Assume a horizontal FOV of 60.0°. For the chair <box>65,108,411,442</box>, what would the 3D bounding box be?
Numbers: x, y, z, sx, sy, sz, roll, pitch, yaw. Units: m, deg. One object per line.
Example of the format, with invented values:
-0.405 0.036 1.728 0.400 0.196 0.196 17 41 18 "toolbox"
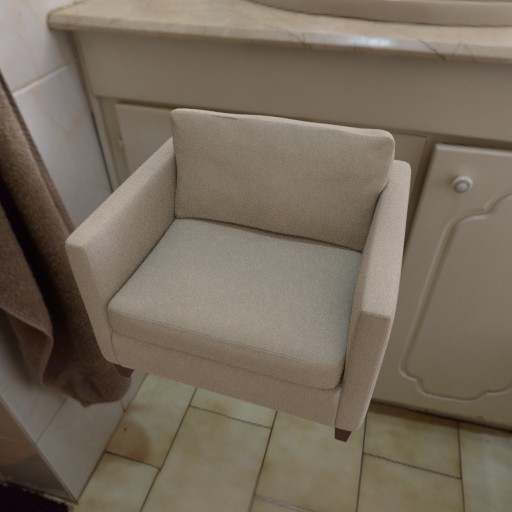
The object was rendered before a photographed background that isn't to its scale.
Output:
0.000 0.000 1.835 1.107 0.961 0.959 12 42 13 "chair"
